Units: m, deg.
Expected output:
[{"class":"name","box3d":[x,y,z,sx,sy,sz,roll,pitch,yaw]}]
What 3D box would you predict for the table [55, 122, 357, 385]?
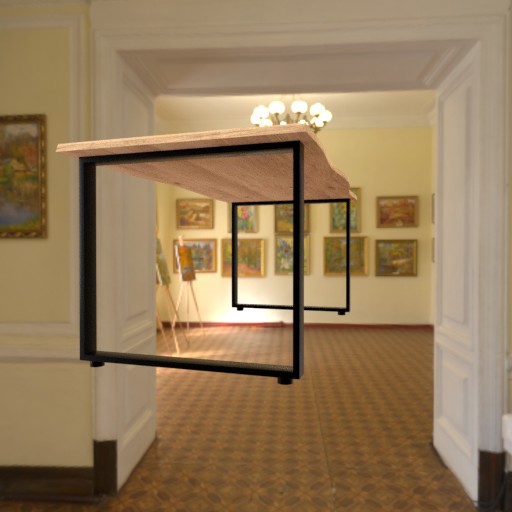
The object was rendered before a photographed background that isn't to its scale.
[{"class":"table","box3d":[0.000,0.000,2.238,0.900,0.780,1.800,0,1,17]}]
